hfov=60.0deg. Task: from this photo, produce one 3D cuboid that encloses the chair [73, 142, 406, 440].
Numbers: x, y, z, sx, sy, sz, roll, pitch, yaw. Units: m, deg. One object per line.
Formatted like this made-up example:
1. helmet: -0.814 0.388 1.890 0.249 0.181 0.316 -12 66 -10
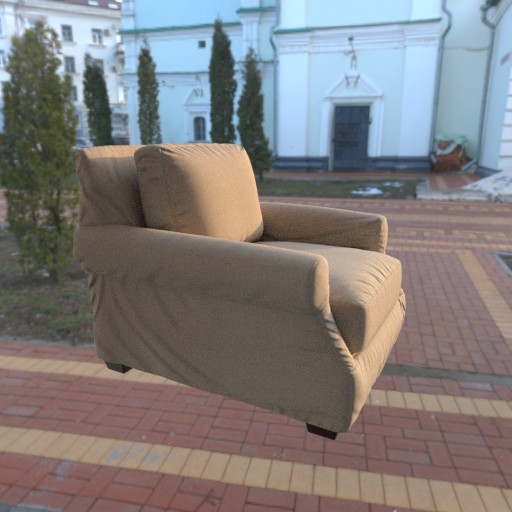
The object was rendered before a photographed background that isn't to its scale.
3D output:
1. chair: 0.000 0.000 1.748 1.066 0.866 0.940 8 16 27
